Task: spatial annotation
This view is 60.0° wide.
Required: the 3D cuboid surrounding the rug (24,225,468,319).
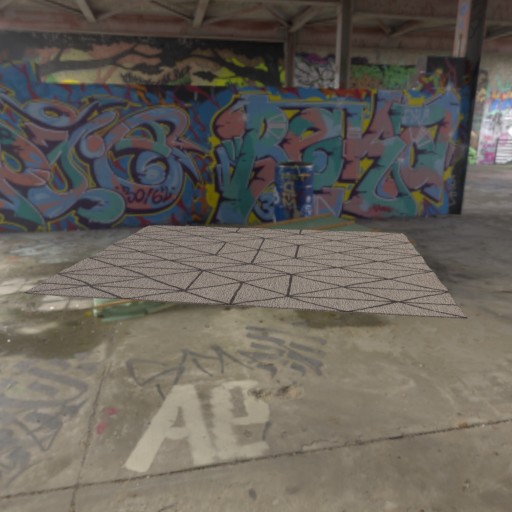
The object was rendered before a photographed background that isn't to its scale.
[{"bbox_3d":[0.000,0.000,4.139,3.061,0.022,2.468,2,16,8],"label":"rug"}]
